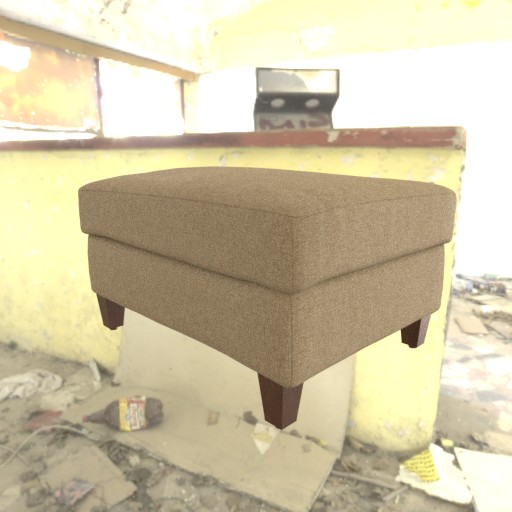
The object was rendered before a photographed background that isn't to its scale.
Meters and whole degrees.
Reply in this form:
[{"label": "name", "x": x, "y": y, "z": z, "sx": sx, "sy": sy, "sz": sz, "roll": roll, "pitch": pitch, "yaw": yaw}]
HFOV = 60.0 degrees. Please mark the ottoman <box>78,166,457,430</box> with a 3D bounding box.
[{"label": "ottoman", "x": 0.000, "y": 0.000, "z": 1.302, "sx": 0.692, "sy": 0.511, "sz": 0.889, "roll": -12, "pitch": 17, "yaw": -43}]
